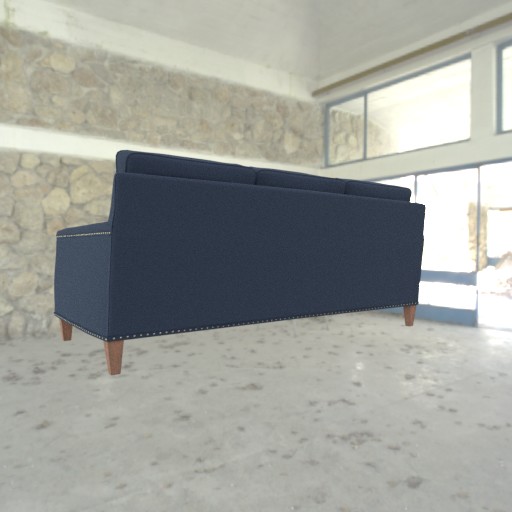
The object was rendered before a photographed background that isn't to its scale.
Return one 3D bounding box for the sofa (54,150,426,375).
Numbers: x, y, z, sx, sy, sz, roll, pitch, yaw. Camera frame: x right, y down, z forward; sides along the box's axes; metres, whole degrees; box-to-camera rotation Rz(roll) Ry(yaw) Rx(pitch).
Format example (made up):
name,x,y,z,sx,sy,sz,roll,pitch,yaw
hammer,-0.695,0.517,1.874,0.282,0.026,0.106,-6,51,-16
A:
name,x,y,z,sx,sy,sz,roll,pitch,yaw
sofa,0.000,0.000,2.872,2.246,1.003,1.084,-1,1,-36
